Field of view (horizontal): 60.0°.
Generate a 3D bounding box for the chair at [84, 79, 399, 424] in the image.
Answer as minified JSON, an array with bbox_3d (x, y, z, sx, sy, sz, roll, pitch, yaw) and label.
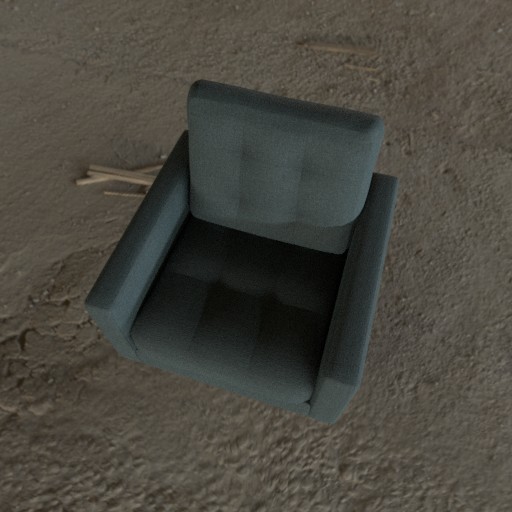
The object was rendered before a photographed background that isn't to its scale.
[{"bbox_3d":[0.000,0.000,1.527,0.821,0.880,0.843,15,59,9],"label":"chair"}]
